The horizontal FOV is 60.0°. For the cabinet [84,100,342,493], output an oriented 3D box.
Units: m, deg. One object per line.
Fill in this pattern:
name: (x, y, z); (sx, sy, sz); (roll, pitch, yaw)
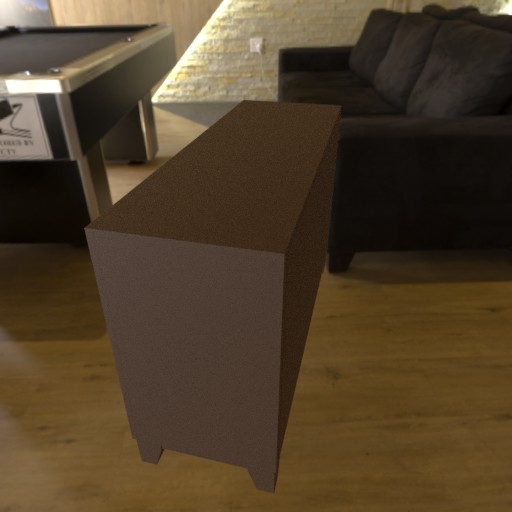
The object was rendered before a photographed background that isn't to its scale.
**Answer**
cabinet: (0.000, 0.000, 1.812); (0.482, 0.914, 1.396); (8, 32, 12)
